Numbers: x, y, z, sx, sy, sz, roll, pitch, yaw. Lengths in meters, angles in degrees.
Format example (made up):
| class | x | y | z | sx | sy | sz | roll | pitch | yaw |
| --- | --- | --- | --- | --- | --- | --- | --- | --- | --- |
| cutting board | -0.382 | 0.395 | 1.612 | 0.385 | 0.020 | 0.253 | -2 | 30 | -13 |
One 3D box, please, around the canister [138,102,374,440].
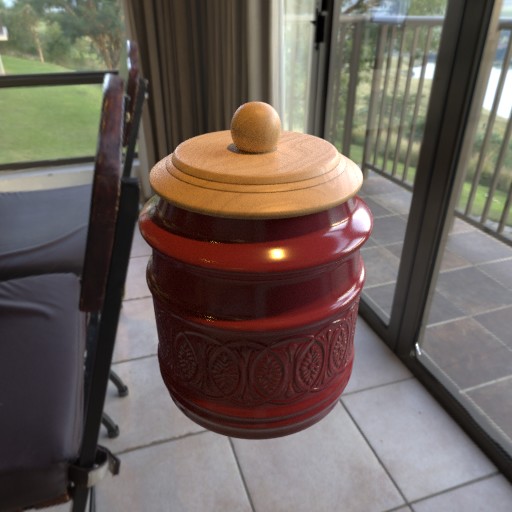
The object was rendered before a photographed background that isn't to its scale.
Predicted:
| class | x | y | z | sx | sy | sz | roll | pitch | yaw |
| --- | --- | --- | --- | --- | --- | --- | --- | --- | --- |
| canister | 0.000 | 0.000 | 0.265 | 0.130 | 0.176 | 0.130 | 0 | 30 | 0 |
